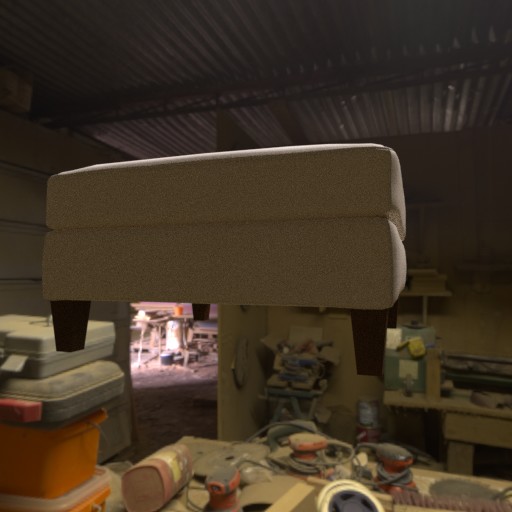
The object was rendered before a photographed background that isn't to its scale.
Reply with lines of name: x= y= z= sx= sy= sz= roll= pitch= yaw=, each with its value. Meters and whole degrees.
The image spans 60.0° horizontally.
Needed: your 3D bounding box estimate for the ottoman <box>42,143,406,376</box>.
ottoman: x=0.000 y=0.000 z=1.318 sx=0.838 sy=0.479 sz=0.838 roll=-1 pitch=-2 yaw=20
